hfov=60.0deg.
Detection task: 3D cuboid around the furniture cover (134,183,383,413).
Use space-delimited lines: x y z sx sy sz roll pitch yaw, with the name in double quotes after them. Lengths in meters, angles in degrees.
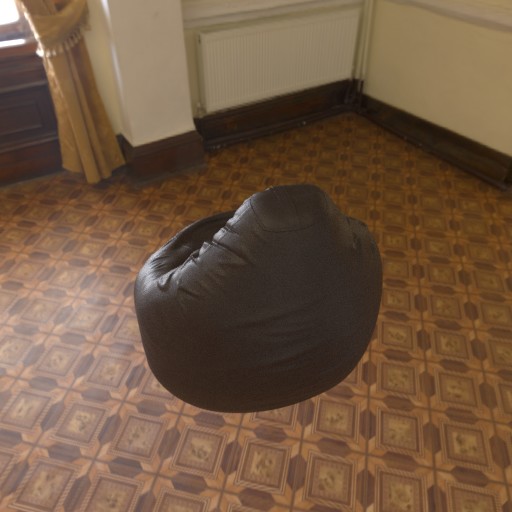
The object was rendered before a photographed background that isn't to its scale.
0.000 0.000 1.889 1.070 0.990 1.070 -13 43 -15 "furniture cover"
